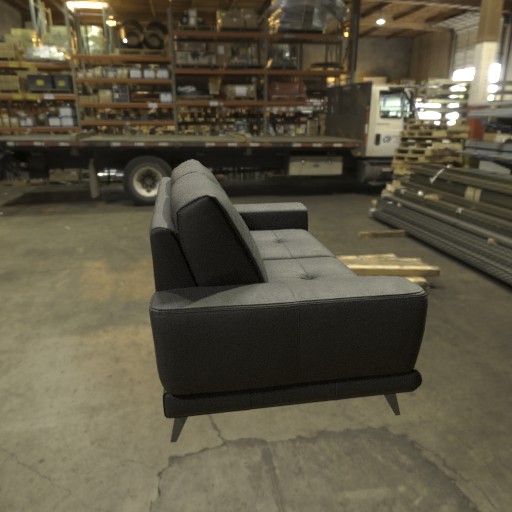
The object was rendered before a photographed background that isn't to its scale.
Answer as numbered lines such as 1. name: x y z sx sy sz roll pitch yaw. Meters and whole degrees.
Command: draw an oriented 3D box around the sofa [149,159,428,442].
1. sofa: 0.000 0.000 2.370 1.018 0.907 1.806 -3 18 -9
